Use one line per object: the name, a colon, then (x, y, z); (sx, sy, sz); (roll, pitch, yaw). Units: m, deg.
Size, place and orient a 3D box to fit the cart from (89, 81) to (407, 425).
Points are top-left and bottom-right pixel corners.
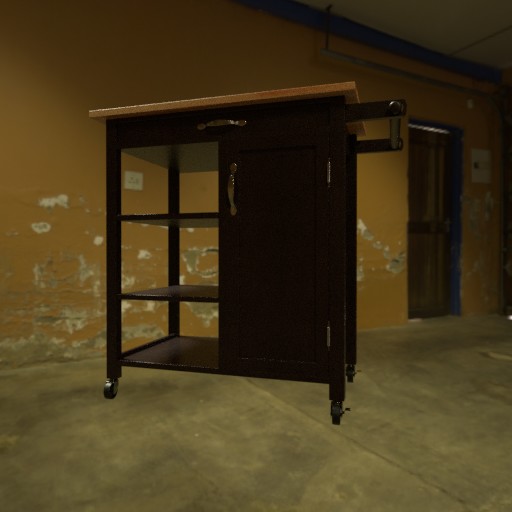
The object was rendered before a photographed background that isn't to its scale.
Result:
cart: (0.000, 0.000, 1.437); (0.914, 0.878, 0.472); (0, 0, 17)
